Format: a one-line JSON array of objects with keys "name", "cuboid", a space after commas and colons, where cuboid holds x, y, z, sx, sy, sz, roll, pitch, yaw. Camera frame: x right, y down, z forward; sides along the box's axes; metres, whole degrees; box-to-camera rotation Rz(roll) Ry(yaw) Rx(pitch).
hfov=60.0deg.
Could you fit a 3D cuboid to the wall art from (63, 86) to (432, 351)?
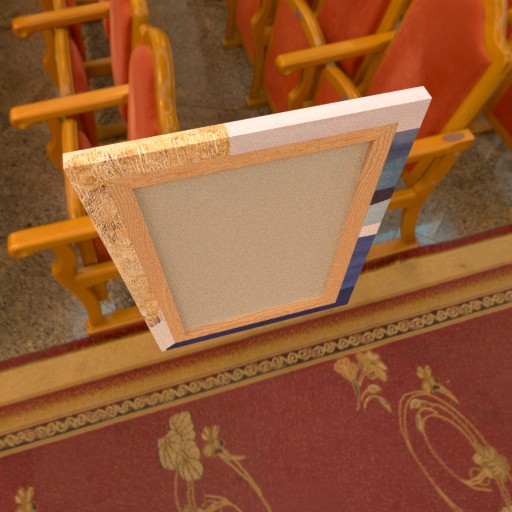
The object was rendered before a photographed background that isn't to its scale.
[{"name": "wall art", "cuboid": [0.000, 0.000, 0.801, 0.458, 0.613, 0.026, -13, 59, -8]}]
